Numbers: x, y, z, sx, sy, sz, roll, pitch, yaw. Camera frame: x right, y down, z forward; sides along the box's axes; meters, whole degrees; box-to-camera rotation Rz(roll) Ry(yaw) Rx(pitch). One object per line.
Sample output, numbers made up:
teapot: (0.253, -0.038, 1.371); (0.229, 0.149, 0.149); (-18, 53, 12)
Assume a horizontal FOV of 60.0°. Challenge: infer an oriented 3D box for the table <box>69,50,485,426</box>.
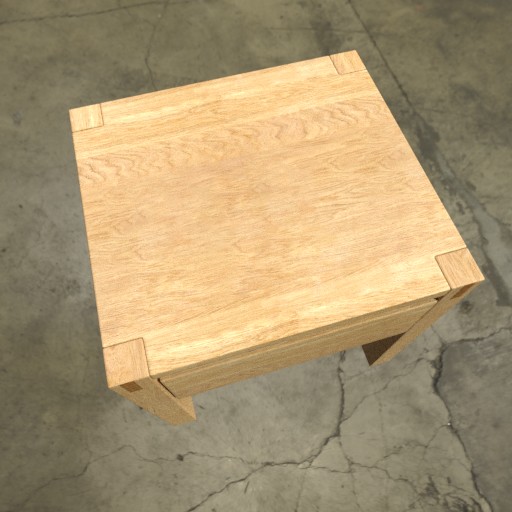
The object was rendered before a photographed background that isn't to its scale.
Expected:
table: (0.000, 0.000, 0.827); (0.480, 0.450, 0.440); (-15, 65, -7)
